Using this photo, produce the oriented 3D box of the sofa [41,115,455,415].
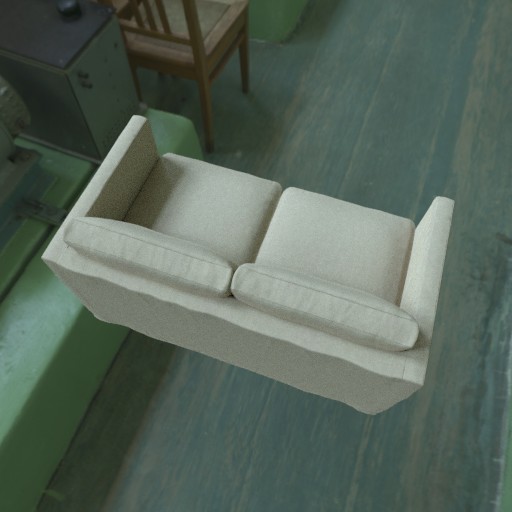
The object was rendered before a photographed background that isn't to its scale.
[{"bbox_3d":[0.000,0.000,2.276,1.719,0.835,0.962,17,63,9],"label":"sofa"}]
